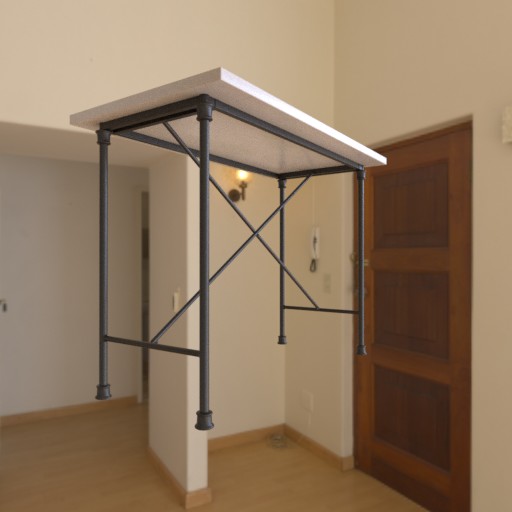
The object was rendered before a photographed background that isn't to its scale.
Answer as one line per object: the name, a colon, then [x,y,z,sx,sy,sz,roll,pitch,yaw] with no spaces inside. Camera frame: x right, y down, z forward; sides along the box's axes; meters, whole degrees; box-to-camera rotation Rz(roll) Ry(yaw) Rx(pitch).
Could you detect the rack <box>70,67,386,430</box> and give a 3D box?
rack: [0.000,0.000,1.682,0.613,0.880,1.159,0,0,35]
